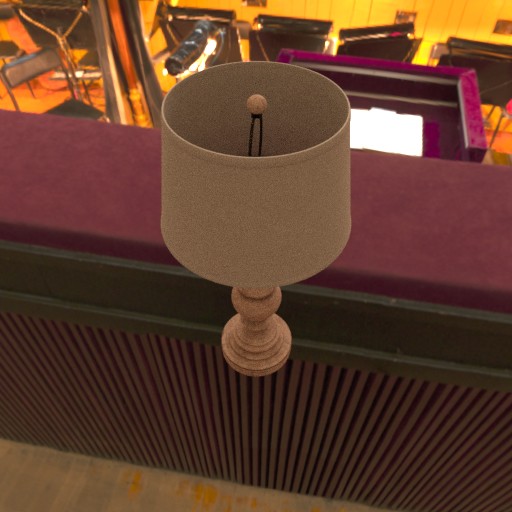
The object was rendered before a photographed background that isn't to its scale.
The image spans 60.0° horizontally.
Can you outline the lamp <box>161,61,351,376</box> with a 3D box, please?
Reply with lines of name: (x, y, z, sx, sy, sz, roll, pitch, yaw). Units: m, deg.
lamp: (0.000, 0.000, 0.882, 0.340, 0.678, 0.340, 0, 48, 0)
